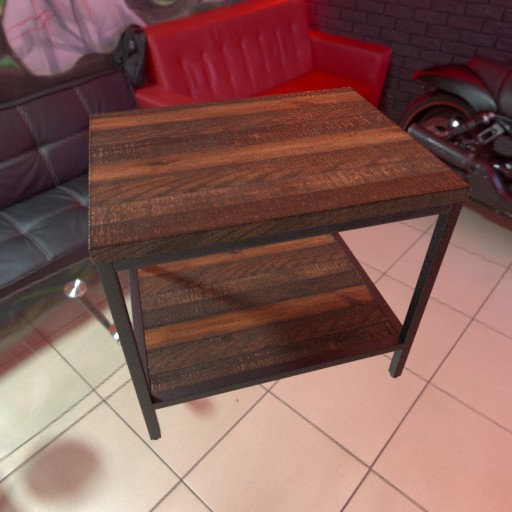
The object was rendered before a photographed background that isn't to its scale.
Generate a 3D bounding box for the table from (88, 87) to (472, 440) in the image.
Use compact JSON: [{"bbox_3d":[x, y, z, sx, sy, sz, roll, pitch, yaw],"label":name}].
[{"bbox_3d":[0.000,0.000,1.133,0.678,0.612,0.524,-10,42,-12],"label":"table"}]
